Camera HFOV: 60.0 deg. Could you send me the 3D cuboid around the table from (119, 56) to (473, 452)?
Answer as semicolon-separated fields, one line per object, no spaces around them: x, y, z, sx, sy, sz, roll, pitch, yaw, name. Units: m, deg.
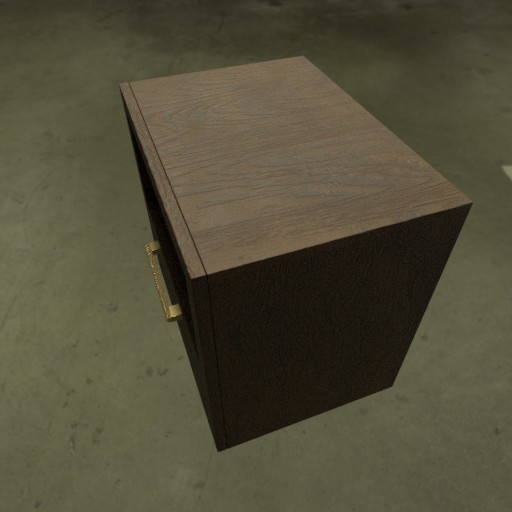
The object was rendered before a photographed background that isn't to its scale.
0.000;0.000;0.955;0.439;0.585;0.560;-15;47;-14;table
